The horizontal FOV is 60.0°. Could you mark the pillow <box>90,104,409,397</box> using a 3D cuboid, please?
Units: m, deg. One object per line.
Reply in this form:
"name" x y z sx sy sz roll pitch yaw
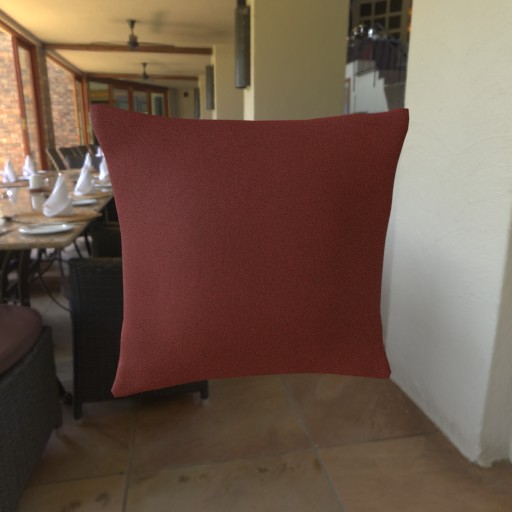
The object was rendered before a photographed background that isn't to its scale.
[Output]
"pillow" 0.000 0.000 0.646 0.435 0.416 0.151 -2 15 -7
